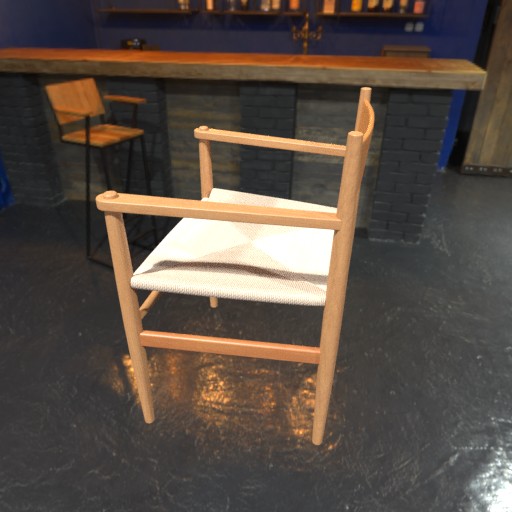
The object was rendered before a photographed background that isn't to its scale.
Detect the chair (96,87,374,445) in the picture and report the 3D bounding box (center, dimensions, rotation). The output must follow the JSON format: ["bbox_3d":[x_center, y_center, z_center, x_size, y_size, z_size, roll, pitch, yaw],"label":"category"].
[{"bbox_3d":[0.000,0.000,1.129,0.495,0.762,0.556,7,31,12],"label":"chair"}]
